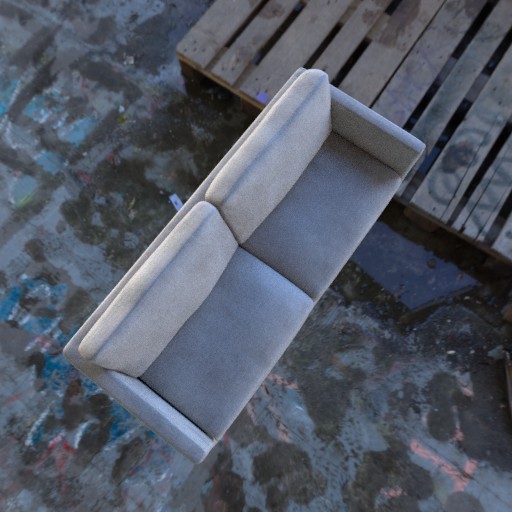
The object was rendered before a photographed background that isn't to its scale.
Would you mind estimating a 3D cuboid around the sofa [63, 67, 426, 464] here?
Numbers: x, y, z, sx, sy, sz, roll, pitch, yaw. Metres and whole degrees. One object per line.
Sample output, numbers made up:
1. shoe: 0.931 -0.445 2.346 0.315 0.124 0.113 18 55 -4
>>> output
1. sofa: 0.000 0.000 2.724 0.951 0.965 2.208 36 78 9
